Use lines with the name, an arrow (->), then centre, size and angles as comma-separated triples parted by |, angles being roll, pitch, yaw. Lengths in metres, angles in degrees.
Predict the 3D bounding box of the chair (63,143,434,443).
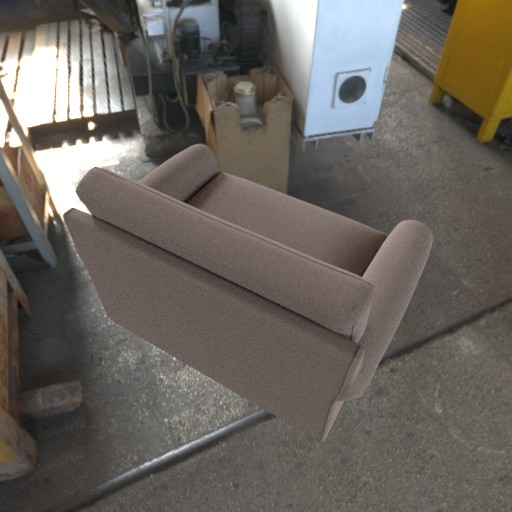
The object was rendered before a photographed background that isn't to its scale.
chair -> 0.000, 0.000, 2.055 | 1.390, 0.930, 0.930 | 24, 52, 21
